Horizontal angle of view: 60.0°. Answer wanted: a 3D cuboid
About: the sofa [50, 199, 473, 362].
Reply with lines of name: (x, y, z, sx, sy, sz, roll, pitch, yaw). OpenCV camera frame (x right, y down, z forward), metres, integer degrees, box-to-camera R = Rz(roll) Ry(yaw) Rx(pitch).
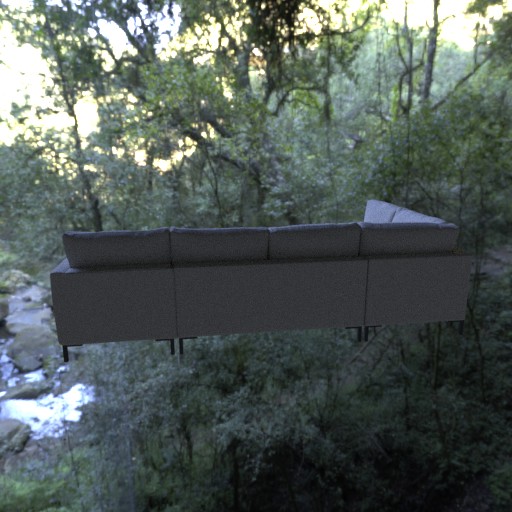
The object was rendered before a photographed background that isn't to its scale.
sofa: (0.000, 0.000, 3.975, 2.984, 0.862, 1.989, -2, 14, -9)
